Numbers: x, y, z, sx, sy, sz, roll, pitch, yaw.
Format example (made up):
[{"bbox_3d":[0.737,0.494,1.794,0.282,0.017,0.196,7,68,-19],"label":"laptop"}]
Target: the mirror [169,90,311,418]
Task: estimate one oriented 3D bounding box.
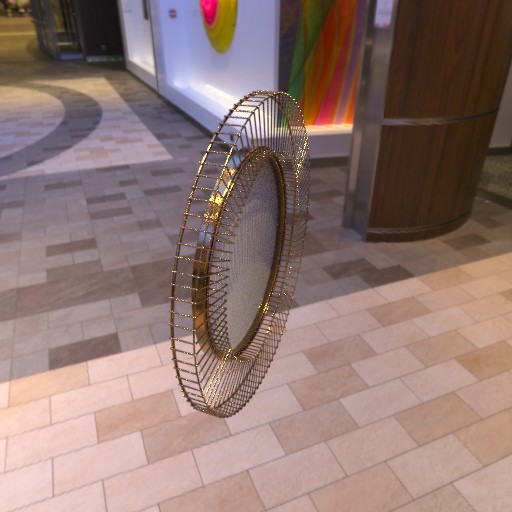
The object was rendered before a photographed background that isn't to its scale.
[{"bbox_3d":[0.000,0.000,1.006,0.067,0.703,0.703,11,32,18],"label":"mirror"}]
